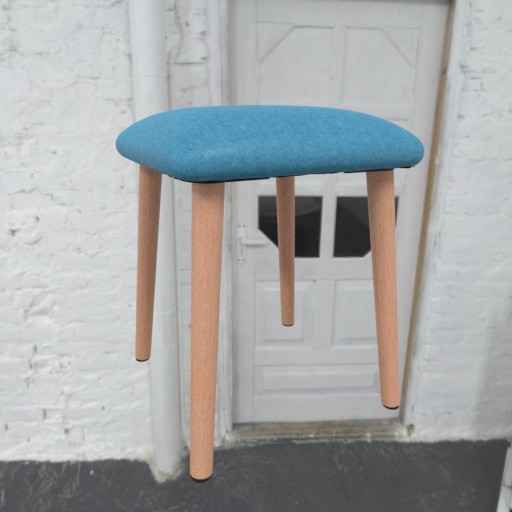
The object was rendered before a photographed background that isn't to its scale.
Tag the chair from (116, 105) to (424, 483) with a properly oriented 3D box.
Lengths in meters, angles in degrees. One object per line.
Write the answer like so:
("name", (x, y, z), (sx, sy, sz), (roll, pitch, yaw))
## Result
("chair", (0.000, 0.000, 0.699), (0.360, 0.450, 0.360), (-9, 20, -25))
